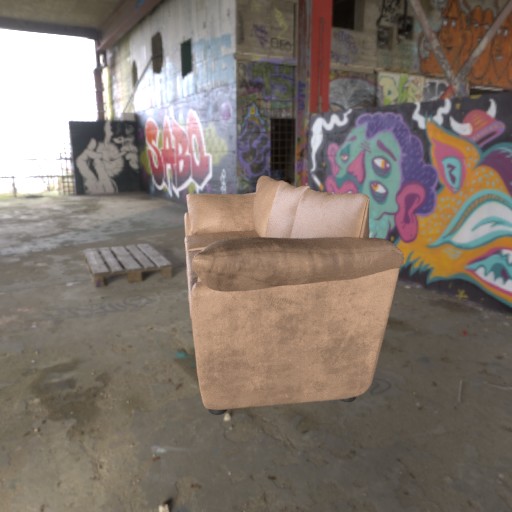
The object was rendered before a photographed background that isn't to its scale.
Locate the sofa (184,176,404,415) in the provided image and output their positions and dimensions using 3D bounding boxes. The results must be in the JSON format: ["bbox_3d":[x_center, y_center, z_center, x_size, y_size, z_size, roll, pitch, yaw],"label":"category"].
[{"bbox_3d":[0.000,0.000,2.855,0.893,0.981,2.377,-2,14,-9],"label":"sofa"}]
